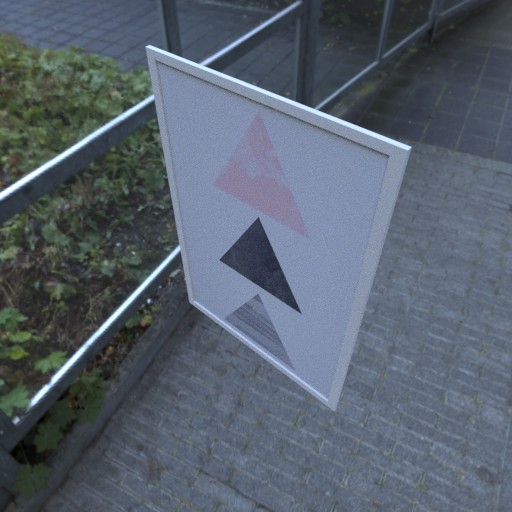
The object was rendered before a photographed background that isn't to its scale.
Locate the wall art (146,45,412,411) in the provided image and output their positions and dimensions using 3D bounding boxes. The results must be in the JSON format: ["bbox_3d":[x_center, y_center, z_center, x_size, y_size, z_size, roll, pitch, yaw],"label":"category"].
[{"bbox_3d":[0.000,0.000,1.203,0.659,0.940,0.013,32,54,27],"label":"wall art"}]
